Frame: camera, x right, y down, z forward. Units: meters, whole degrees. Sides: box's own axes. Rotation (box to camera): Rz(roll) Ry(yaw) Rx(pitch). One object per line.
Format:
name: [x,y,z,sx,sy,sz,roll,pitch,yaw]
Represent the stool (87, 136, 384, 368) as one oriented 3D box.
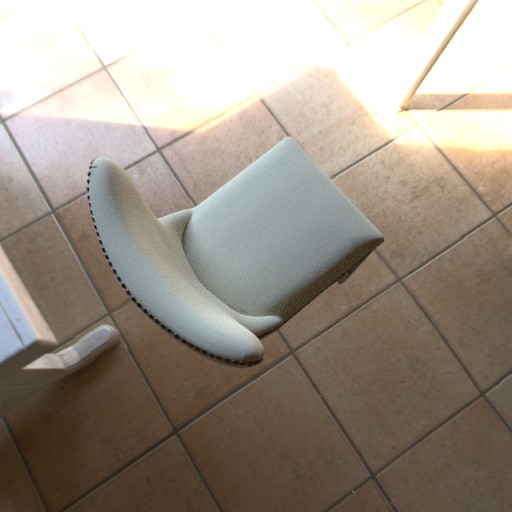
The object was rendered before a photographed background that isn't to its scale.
stool: [0.000,0.000,1.286,0.608,0.981,0.498,-38,78,-10]
